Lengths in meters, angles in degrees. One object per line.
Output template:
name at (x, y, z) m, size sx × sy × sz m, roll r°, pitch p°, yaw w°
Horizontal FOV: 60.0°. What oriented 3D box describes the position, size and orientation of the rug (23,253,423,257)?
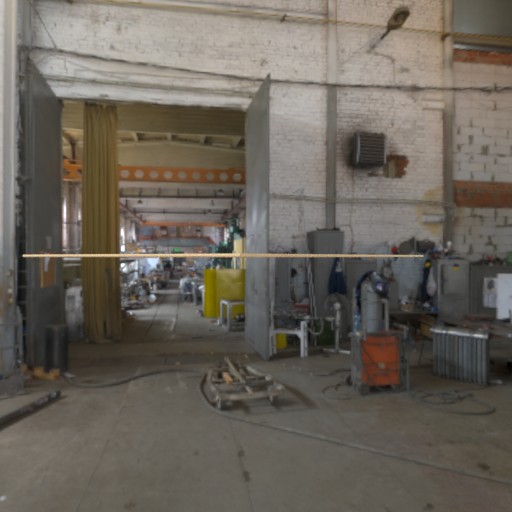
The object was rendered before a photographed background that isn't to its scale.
rug at (0.000, 0.000, 2.916) m, size 1.526 × 0.014 × 2.290 m, roll 0°, pitch 0°, yaw 36°
